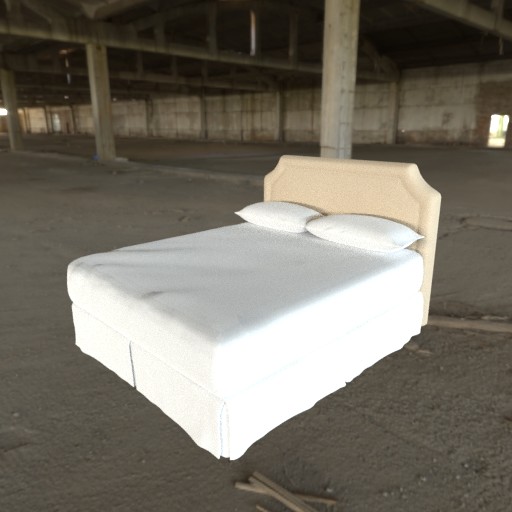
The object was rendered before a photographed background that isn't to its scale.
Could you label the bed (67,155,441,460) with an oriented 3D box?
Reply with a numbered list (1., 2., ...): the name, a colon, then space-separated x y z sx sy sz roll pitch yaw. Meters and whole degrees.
1. bed: 0.000 0.000 3.845 2.548 1.524 2.134 -16 23 -42
